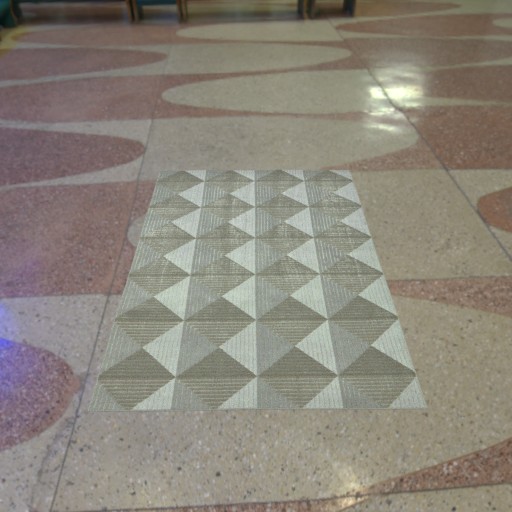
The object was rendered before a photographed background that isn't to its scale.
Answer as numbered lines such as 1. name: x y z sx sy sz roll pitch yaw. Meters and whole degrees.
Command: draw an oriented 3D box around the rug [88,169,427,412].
1. rug: 0.000 0.000 4.413 2.428 0.027 3.333 0 41 0
